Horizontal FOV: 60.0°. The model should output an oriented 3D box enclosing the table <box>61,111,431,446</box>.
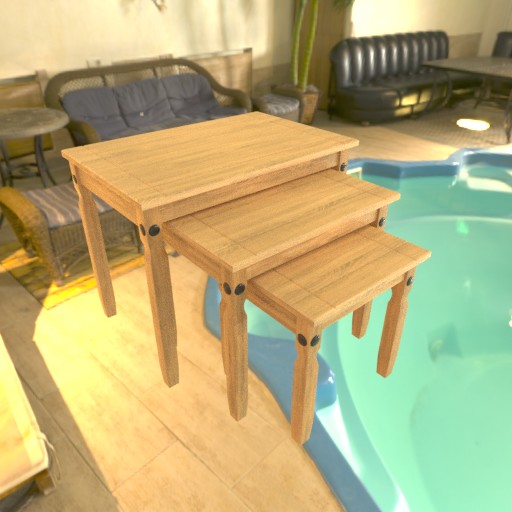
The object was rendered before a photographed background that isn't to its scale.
[{"bbox_3d":[0.000,0.000,1.203,0.660,0.535,0.773,-23,38,-33],"label":"table"}]
